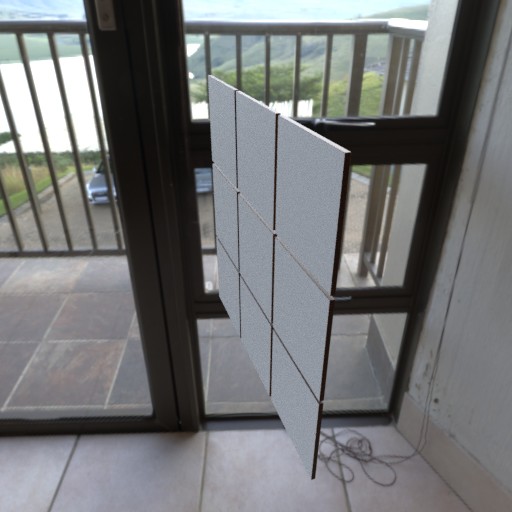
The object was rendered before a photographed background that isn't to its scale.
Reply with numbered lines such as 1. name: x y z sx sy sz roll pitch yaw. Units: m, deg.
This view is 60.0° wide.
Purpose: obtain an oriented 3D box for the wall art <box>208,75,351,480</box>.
1. wall art: 0.000 0.000 1.853 0.017 1.246 1.256 -10 32 -17
